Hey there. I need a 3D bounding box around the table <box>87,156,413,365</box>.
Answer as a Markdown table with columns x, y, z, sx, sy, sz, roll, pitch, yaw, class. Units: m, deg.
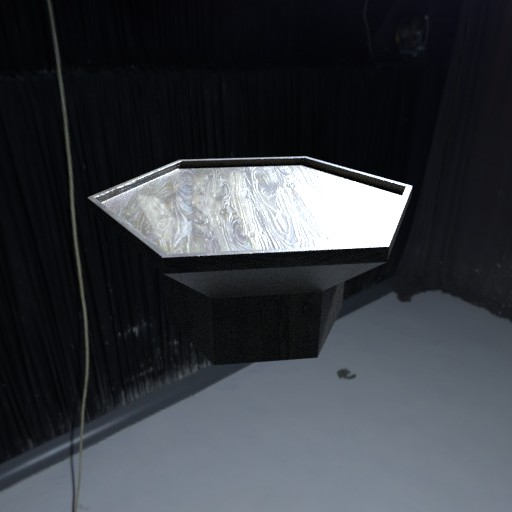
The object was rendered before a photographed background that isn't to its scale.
| x | y | z | sx | sy | sz | roll | pitch | yaw | class |
| --- | --- | --- | --- | --- | --- | --- | --- | --- | --- |
| 0.000 | 0.000 | 1.616 | 0.966 | 0.488 | 1.115 | -18 | 31 | -32 | table |
